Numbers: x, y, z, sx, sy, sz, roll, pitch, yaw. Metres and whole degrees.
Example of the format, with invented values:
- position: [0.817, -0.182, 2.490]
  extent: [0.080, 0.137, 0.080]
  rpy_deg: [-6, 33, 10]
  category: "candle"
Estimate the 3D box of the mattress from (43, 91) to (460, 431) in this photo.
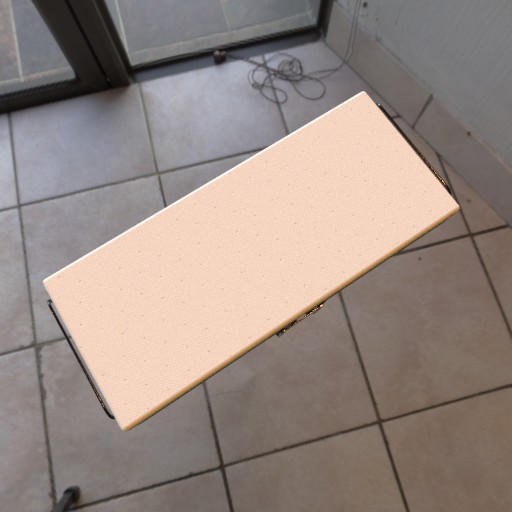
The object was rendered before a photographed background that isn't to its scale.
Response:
- position: [0.000, 0.000, 2.588]
  extent: [2.153, 0.519, 0.922]
  rpy_deg: [-32, 77, -8]
  category: "mattress"
